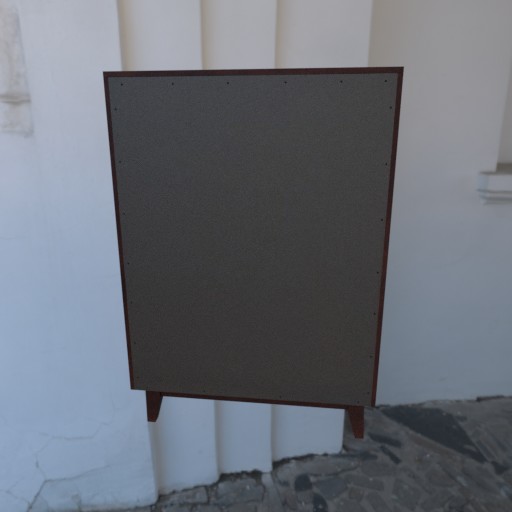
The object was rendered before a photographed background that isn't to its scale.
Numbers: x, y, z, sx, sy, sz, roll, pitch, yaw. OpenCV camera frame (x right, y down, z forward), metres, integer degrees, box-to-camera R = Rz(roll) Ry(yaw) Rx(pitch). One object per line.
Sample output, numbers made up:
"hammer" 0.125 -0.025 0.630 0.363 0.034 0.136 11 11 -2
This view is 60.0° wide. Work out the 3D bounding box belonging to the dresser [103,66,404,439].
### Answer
"dresser" 0.000 0.000 2.012 1.072 1.514 0.506 2 16 7
